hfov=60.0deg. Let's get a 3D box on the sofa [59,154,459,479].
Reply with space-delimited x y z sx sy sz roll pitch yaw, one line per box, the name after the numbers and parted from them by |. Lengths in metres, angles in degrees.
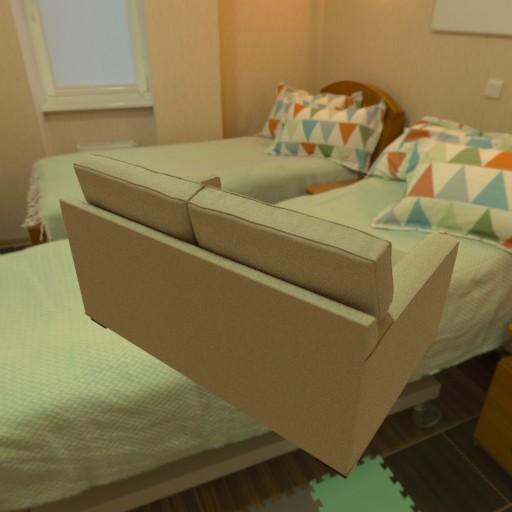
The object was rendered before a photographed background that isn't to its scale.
0.000 0.000 2.000 1.484 0.853 0.942 21 35 32 | sofa
